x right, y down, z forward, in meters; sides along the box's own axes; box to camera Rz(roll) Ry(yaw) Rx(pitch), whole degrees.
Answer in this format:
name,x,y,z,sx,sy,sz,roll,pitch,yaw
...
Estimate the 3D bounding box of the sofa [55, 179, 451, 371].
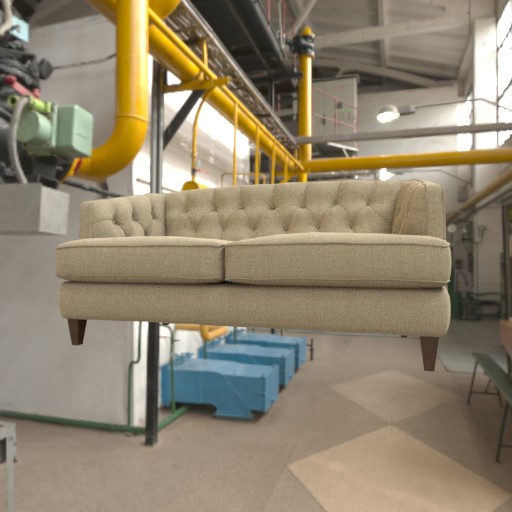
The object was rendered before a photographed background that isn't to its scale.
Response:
name,x,y,z,sx,sy,sz,roll,pitch,yaw
sofa,0.000,0.000,2.229,1.733,0.855,0.941,0,0,18
